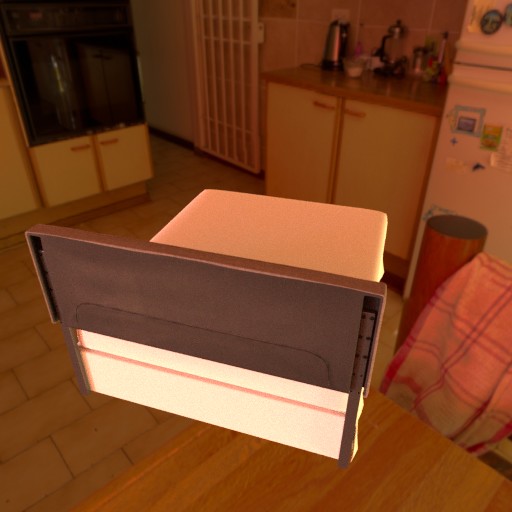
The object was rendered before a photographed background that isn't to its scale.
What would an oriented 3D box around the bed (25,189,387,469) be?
[{"bbox_3d":[0.000,0.000,2.812,1.610,1.089,1.894,10,33,15],"label":"bed"}]
